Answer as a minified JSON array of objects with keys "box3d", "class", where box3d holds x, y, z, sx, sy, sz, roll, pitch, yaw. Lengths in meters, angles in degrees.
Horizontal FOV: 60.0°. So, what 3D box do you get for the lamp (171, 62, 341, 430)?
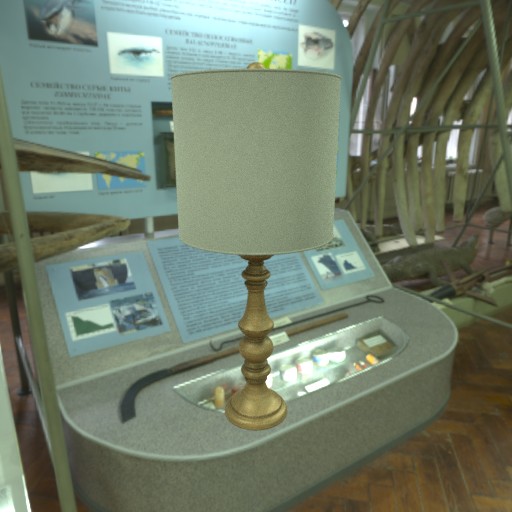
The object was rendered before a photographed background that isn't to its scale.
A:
[{"box3d":[0.000,0.000,0.740,0.250,0.597,0.250,8,18,24],"class":"lamp"}]
